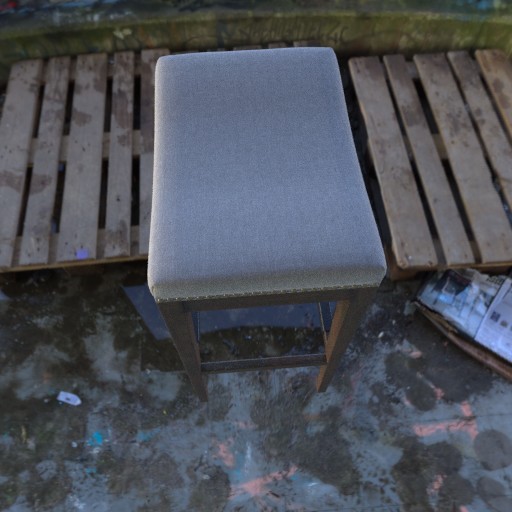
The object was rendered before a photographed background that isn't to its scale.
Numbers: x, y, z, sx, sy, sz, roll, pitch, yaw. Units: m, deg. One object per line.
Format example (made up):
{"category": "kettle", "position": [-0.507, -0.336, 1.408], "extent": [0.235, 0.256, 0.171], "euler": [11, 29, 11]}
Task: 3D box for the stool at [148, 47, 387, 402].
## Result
{"category": "stool", "position": [0.000, 0.000, 1.037], "extent": [0.356, 0.762, 0.508], "euler": [-4, 62, -2]}
